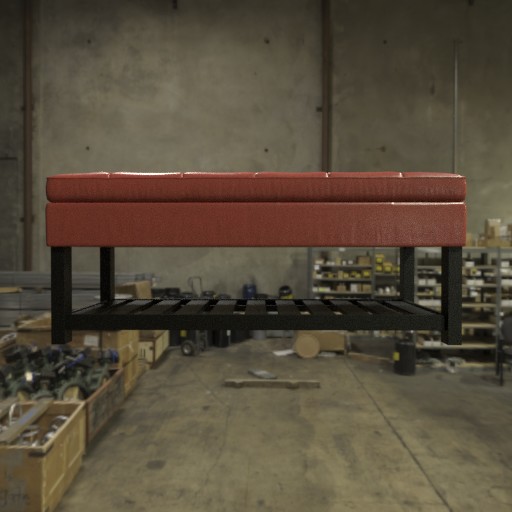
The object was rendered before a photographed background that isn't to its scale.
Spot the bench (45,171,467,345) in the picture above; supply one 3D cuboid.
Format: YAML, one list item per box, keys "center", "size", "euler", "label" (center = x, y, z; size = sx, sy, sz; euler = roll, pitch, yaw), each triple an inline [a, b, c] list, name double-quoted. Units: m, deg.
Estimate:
- center: [0.000, 0.000, 1.359]
  size: [1.105, 0.460, 0.432]
  euler: [0, 1, 1]
  label: "bench"
